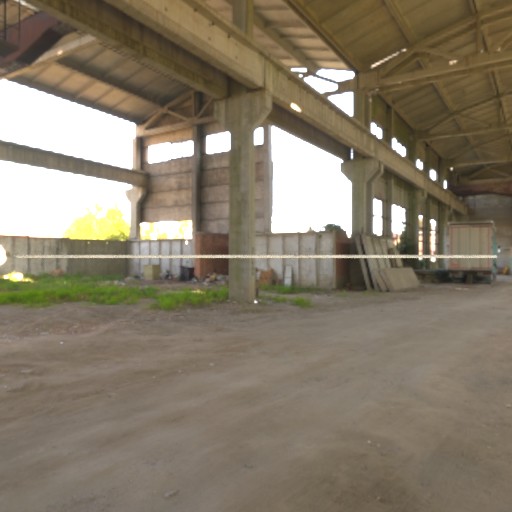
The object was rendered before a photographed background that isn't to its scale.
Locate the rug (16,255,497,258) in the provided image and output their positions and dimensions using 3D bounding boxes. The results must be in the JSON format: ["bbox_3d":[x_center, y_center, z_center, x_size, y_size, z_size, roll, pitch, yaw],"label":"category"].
[{"bbox_3d":[0.000,0.000,4.007,3.038,0.019,2.420,0,0,-1],"label":"rug"}]
